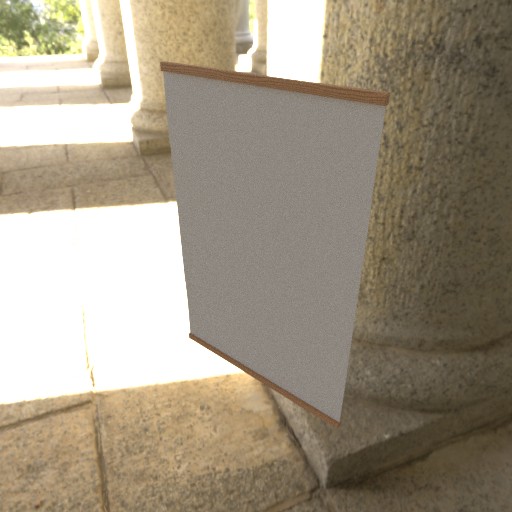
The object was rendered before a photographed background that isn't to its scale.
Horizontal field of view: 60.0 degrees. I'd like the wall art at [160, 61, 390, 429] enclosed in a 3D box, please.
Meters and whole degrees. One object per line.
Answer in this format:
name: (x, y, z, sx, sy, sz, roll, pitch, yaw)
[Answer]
wall art: (0.000, 0.000, 1.984, 1.011, 1.521, 0.025, 23, 38, 32)
